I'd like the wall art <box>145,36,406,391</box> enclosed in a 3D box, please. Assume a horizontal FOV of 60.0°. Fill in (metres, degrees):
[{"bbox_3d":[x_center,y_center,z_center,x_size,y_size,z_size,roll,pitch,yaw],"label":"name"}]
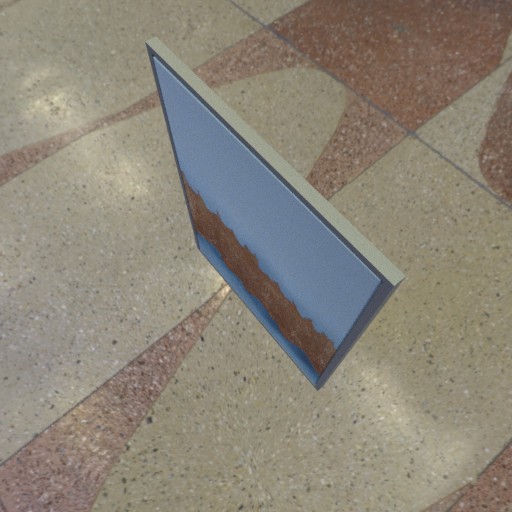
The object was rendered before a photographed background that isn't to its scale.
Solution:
[{"bbox_3d":[0.000,0.000,1.365,0.034,1.042,0.789,-36,69,-16],"label":"wall art"}]
